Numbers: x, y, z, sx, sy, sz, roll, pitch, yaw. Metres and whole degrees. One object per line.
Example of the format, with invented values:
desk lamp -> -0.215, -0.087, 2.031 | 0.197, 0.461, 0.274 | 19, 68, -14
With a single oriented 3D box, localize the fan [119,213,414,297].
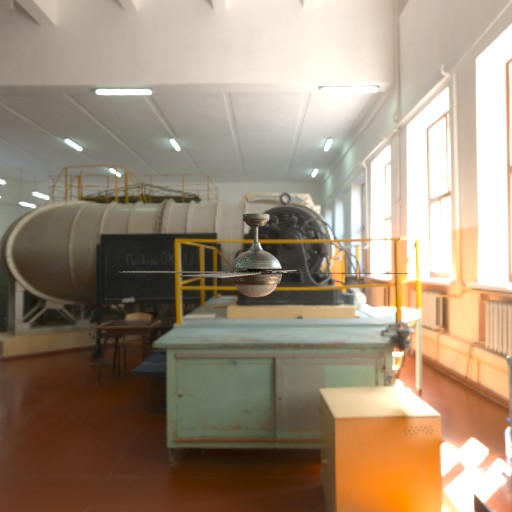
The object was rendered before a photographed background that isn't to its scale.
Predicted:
fan -> 0.000, 0.000, 2.056 | 1.321, 0.381, 1.321 | -1, -1, 36
